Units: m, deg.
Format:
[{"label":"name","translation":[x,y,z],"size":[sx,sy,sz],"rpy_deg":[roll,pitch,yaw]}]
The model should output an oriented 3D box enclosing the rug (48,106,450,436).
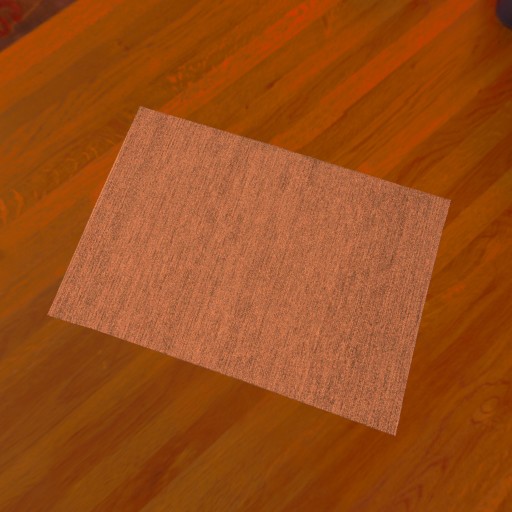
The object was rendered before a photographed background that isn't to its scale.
[{"label":"rug","translation":[0.000,0.000,2.981],"size":[2.338,0.030,1.616],"rpy_deg":[18,77,4]}]
